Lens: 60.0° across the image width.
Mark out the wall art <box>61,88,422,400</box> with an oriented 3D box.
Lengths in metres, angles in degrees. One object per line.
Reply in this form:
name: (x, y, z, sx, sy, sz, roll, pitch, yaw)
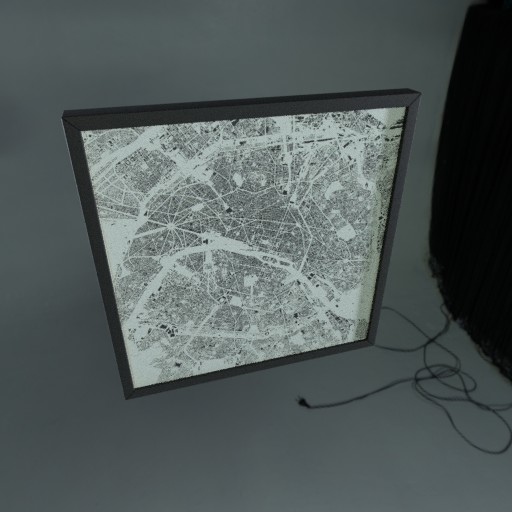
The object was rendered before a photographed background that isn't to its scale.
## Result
wall art: (0.000, 0.000, 0.750, 0.508, 0.508, 0.037, -9, 33, -14)
